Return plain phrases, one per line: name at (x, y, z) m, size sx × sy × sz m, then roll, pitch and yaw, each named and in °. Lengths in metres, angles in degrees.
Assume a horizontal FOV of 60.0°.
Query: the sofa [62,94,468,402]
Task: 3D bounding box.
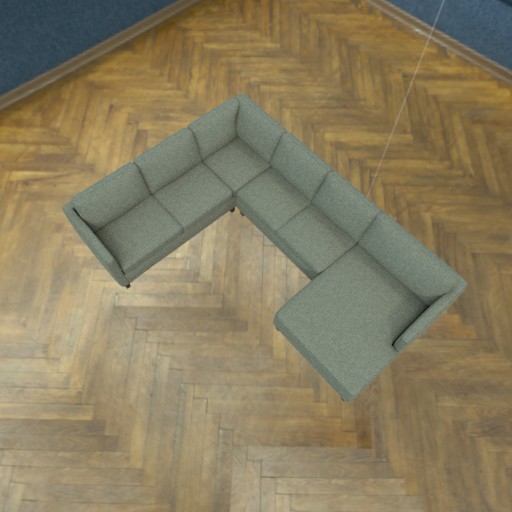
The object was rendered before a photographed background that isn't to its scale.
sofa at (0.000, 0.000, 4.682) m, size 2.551 × 0.889 × 3.403 m, roll -38°, pitch 69°, yaw -17°
